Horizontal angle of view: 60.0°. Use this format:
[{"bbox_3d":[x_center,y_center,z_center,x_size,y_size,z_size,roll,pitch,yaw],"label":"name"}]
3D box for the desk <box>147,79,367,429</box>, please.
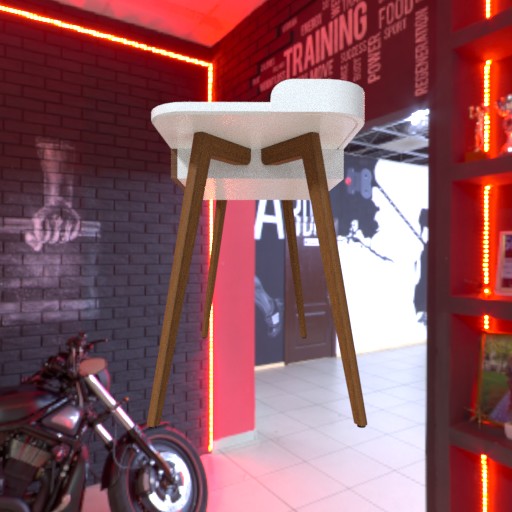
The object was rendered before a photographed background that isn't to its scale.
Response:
[{"bbox_3d":[0.000,0.000,1.612,0.534,0.807,1.206,0,0,-1],"label":"desk"}]
